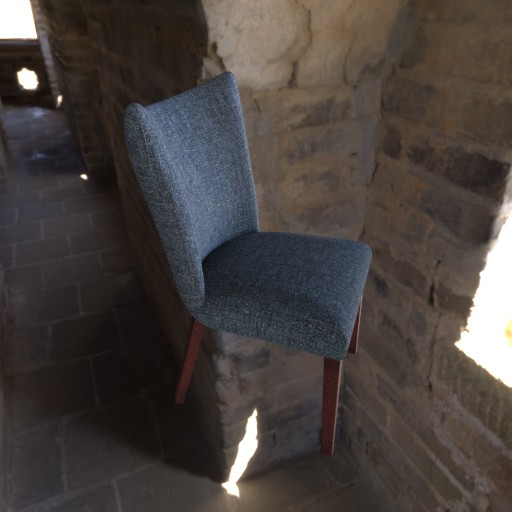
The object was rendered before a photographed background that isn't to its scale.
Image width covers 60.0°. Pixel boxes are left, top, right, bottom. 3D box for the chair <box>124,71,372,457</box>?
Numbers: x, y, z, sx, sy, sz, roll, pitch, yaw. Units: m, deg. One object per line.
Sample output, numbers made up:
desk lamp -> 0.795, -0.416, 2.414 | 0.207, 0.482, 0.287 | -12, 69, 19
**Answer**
chair -> 0.000, 0.000, 1.287 | 0.623, 0.924, 0.535 | 10, 31, 17
